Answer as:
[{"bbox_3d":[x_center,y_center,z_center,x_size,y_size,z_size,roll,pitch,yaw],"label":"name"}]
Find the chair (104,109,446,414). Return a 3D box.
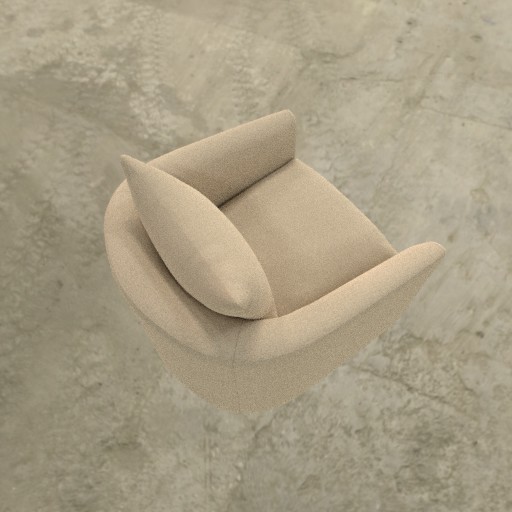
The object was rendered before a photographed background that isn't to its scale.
[{"bbox_3d":[0.000,0.000,1.556,0.910,0.848,0.845,-32,63,-18],"label":"chair"}]
